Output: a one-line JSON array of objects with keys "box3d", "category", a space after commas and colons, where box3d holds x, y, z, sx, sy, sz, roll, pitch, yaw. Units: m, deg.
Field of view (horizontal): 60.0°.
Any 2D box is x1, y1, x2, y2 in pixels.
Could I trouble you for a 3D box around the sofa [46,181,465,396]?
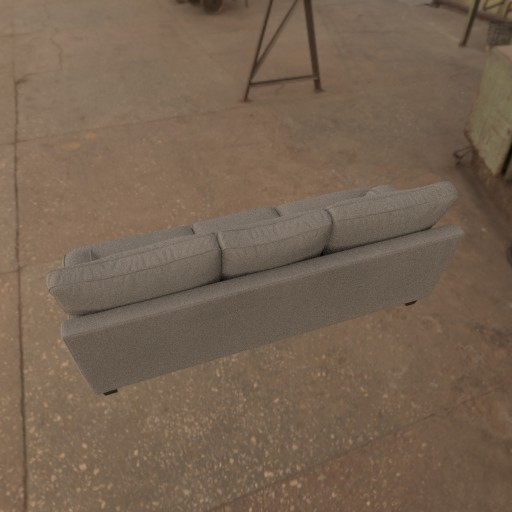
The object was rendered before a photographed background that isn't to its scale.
[{"box3d": [0.000, 0.000, 2.872, 2.323, 0.991, 1.016, -14, 44, -14], "category": "sofa"}]
